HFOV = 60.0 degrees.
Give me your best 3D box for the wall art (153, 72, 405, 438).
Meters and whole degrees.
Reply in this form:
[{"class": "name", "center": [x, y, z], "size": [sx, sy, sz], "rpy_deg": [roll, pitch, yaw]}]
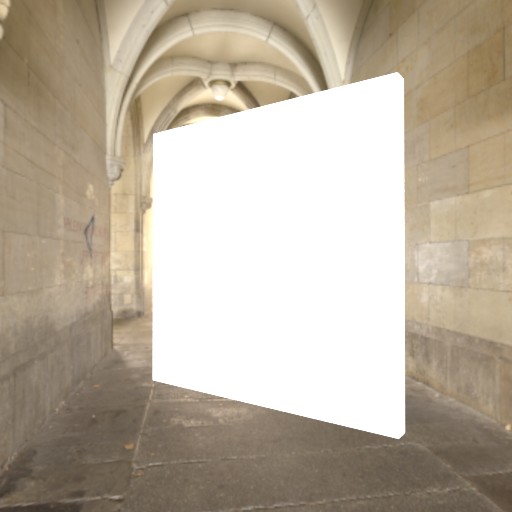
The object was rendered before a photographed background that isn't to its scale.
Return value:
[{"class": "wall art", "center": [0.000, 0.000, 1.162], "size": [0.762, 0.762, 0.040], "rpy_deg": [0, -1, 36]}]
